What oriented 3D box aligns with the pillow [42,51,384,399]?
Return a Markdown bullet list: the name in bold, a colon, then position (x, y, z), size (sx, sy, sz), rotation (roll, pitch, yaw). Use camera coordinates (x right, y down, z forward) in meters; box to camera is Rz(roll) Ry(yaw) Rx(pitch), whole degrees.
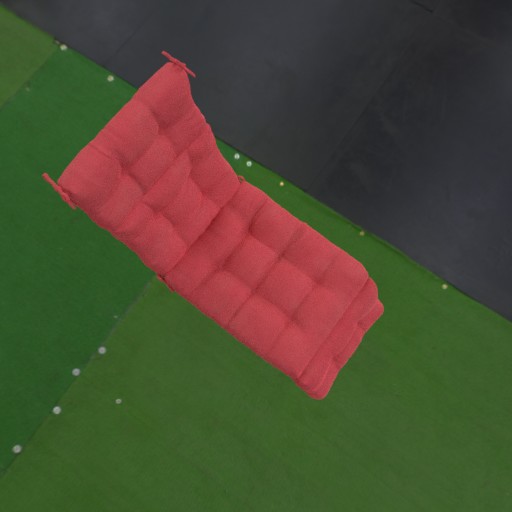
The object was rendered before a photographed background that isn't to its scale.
- **pillow**: position (0.000, 0.000, 1.508), size (1.016, 0.863, 0.526), rotation (36, 78, 9)
